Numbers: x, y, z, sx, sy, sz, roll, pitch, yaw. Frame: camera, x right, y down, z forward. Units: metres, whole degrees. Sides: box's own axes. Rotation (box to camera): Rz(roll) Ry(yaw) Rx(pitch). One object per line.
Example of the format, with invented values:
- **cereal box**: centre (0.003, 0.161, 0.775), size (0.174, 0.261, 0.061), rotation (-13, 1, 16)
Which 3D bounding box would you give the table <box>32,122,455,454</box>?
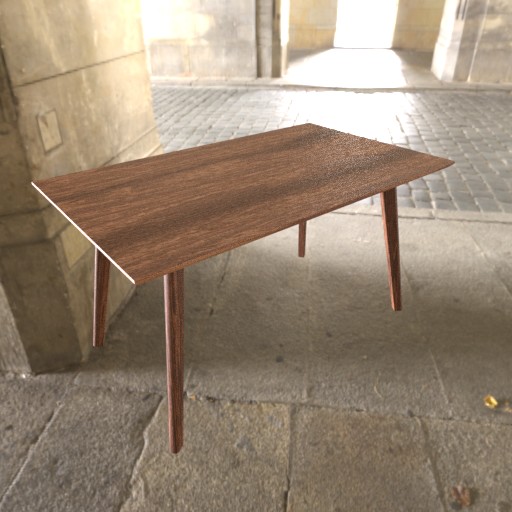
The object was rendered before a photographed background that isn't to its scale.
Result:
- **table**: centre (0.000, 0.000, 1.811), size (1.349, 0.724, 0.801), rotation (-22, 37, -33)
